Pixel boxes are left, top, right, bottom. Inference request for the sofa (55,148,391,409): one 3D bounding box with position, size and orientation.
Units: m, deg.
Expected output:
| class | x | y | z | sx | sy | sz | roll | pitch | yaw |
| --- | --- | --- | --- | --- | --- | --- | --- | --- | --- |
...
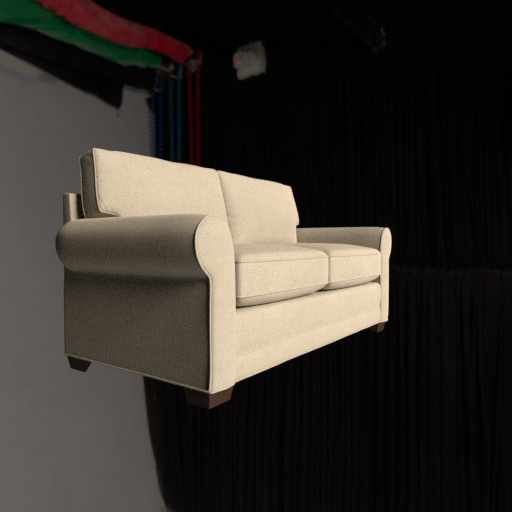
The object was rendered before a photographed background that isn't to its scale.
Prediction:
| class | x | y | z | sx | sy | sz | roll | pitch | yaw |
| --- | --- | --- | --- | --- | --- | --- | --- | --- | --- |
| sofa | 0.000 | 0.000 | 2.287 | 0.861 | 0.933 | 1.774 | 1 | 2 | 36 |
